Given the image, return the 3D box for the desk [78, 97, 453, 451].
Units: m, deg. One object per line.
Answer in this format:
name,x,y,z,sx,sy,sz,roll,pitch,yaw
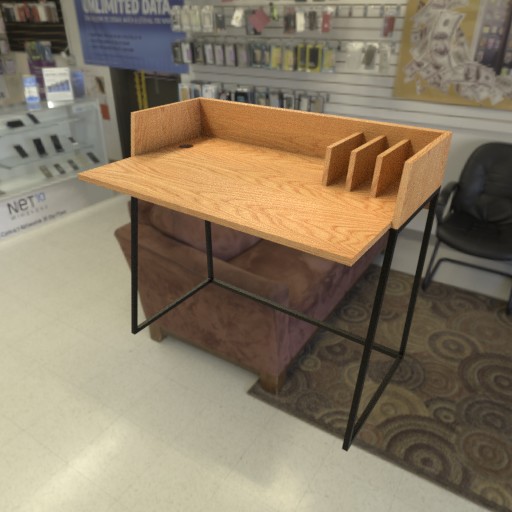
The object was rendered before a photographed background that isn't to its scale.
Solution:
desk,0.000,0.000,1.873,1.191,1.061,0.769,19,35,30
